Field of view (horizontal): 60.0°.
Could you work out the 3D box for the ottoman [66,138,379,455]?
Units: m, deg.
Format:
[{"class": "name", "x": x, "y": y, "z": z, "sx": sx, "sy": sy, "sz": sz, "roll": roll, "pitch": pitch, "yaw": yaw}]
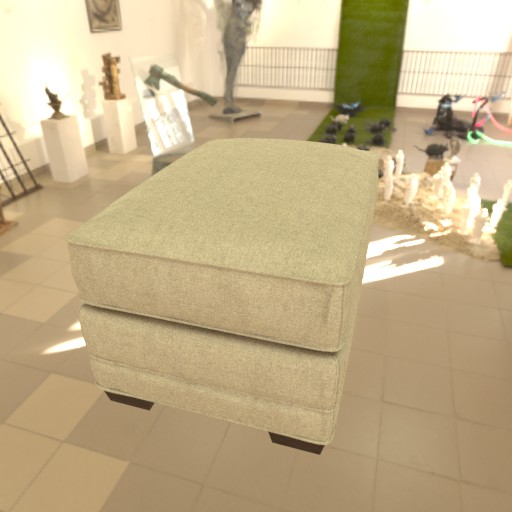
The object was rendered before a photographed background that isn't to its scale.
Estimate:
[{"class": "ottoman", "x": 0.000, "y": 0.000, "z": 1.258, "sx": 0.611, "sy": 0.508, "sz": 0.848, "roll": 9, "pitch": 31, "yaw": 15}]
